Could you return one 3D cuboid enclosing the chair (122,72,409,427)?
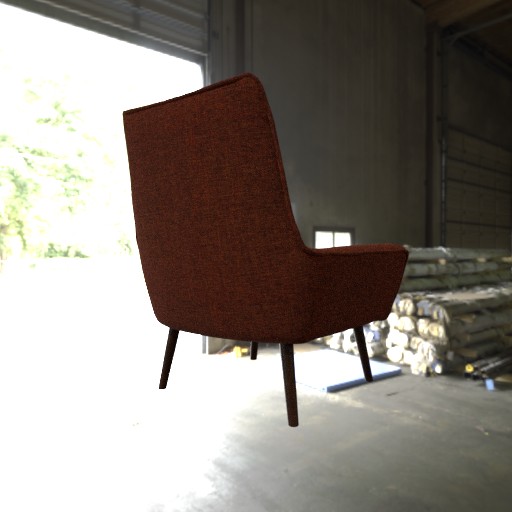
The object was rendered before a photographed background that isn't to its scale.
[{"bbox_3d":[0.000,0.000,1.504,0.803,0.911,0.784,0,1,37],"label":"chair"}]
